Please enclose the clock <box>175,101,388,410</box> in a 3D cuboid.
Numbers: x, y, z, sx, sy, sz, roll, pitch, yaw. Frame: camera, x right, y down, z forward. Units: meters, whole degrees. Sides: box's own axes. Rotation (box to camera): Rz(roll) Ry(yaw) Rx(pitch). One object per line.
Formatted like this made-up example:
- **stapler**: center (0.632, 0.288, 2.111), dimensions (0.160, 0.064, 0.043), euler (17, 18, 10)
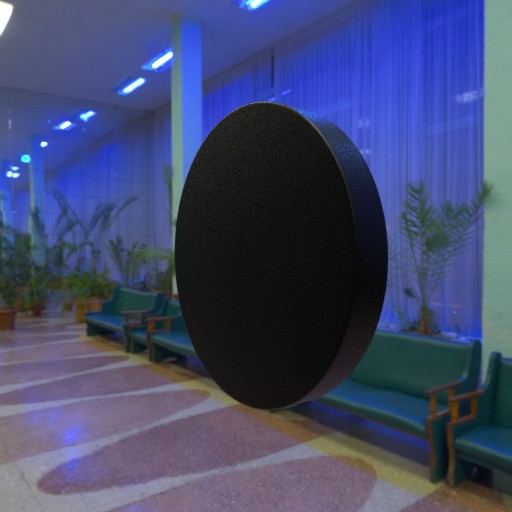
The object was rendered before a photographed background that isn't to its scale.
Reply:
- **clock**: center (0.000, 0.000, 0.478), dimensions (0.040, 0.314, 0.314), euler (-1, 2, -37)
